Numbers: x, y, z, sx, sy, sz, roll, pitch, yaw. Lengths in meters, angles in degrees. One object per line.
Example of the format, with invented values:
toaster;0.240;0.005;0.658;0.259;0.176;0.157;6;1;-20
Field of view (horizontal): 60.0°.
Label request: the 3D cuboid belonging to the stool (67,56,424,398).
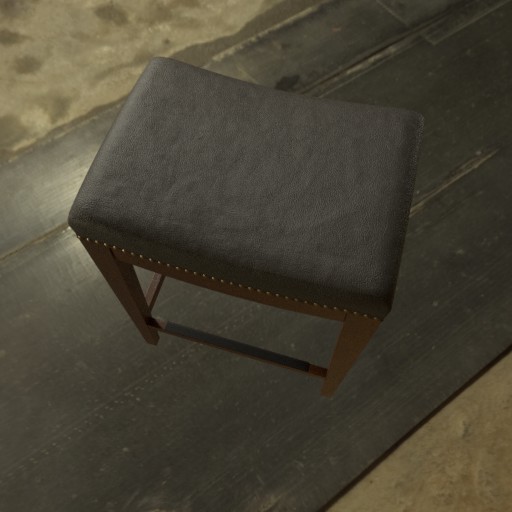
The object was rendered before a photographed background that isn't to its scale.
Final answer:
stool;0.000;0.000;0.900;0.490;0.664;0.353;15;66;7
